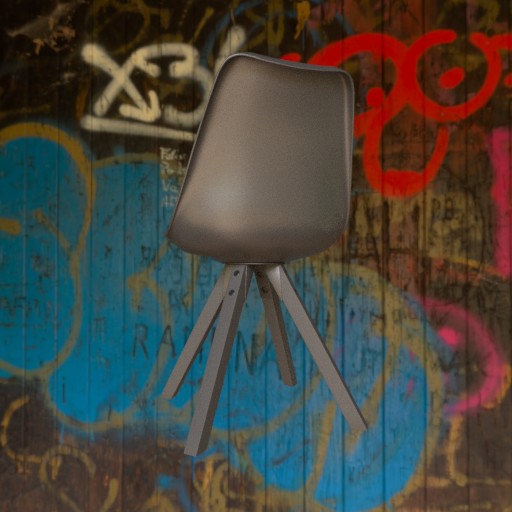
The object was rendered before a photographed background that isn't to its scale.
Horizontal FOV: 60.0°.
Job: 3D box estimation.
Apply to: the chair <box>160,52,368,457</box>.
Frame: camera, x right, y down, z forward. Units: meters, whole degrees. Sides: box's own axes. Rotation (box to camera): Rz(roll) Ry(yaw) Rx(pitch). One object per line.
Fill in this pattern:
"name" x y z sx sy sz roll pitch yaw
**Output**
"chair" 0.000 0.000 1.192 0.485 0.850 0.530 0 -1 -20
